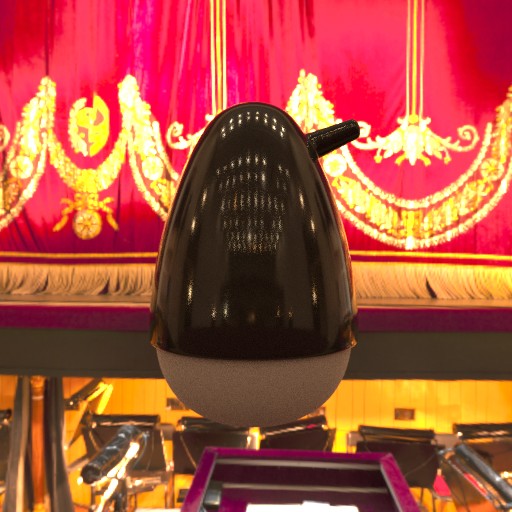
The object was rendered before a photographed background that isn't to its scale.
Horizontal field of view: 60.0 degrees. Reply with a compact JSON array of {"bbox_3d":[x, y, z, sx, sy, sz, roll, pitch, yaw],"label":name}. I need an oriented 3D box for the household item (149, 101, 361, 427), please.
[{"bbox_3d":[0.000,0.000,0.221,0.104,0.152,0.102,0,0,1],"label":"household item"}]
